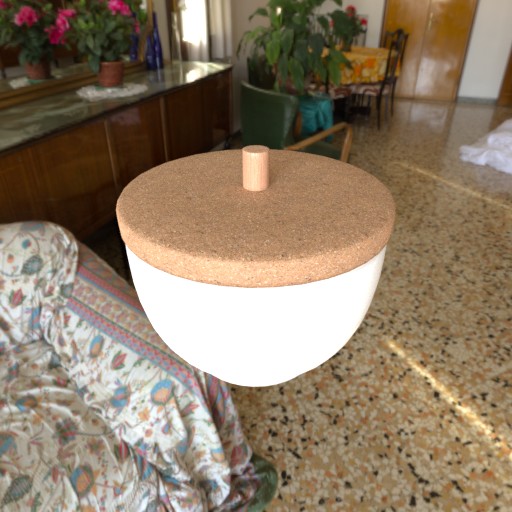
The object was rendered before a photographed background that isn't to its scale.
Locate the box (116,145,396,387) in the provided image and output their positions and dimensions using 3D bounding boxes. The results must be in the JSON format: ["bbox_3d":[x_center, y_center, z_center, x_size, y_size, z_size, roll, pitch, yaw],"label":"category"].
[{"bbox_3d":[0.000,0.000,0.190,0.107,0.094,0.107,0,31,0],"label":"box"}]
